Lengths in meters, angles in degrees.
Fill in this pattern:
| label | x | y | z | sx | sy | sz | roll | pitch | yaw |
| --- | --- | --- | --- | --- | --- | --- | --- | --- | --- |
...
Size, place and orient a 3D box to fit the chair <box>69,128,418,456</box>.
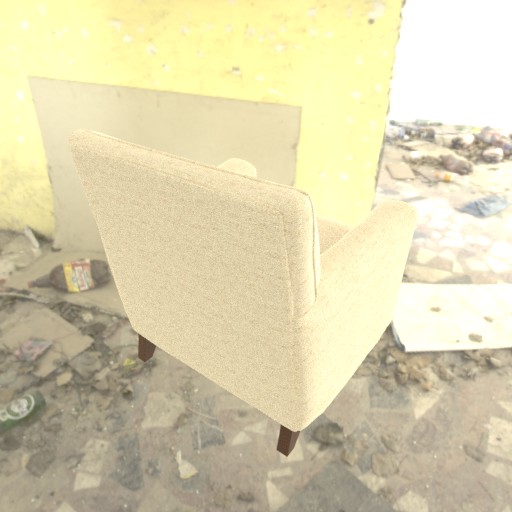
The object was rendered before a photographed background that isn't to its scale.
| label | x | y | z | sx | sy | sz | roll | pitch | yaw |
| --- | --- | --- | --- | --- | --- | --- | --- | --- | --- |
| chair | 0.000 | 0.000 | 1.602 | 0.870 | 0.943 | 0.823 | 22 | 37 | 31 |
